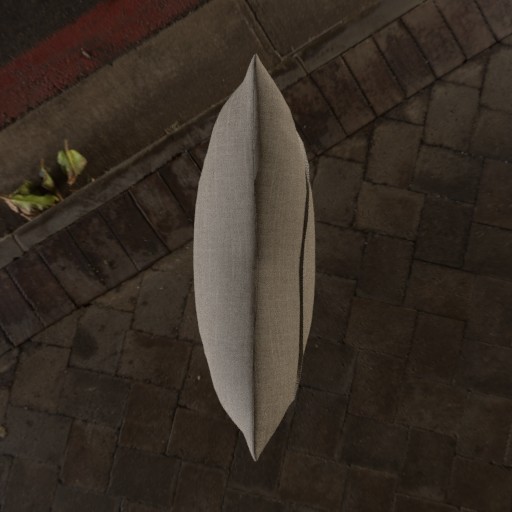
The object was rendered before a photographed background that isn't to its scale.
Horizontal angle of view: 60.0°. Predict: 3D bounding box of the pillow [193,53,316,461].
[{"bbox_3d":[0.000,0.000,0.639,0.169,0.400,0.424,0,91,-1],"label":"pillow"}]
